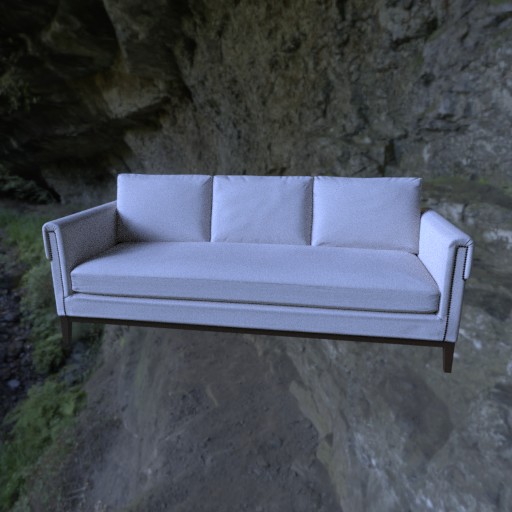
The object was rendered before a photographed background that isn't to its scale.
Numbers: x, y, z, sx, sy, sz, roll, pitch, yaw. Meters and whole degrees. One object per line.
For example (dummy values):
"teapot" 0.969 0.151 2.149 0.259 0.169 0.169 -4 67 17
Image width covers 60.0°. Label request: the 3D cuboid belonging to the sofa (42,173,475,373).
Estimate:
"sofa" 0.000 0.000 2.662 2.198 0.911 0.902 2 16 9
